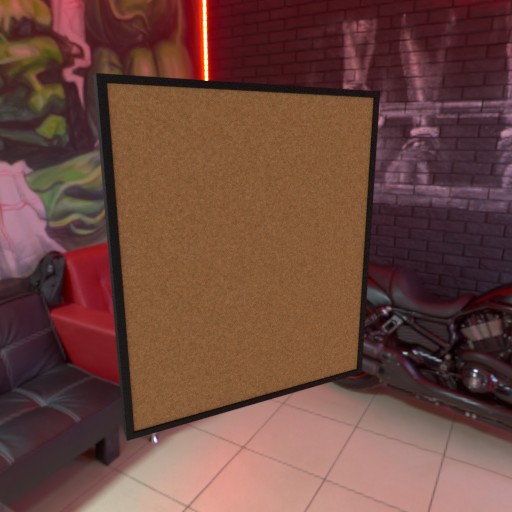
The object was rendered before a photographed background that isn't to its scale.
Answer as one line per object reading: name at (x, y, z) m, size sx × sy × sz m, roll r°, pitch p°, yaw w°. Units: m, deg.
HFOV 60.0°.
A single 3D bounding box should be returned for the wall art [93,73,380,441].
wall art at (0.000, 0.000, 0.524) m, size 0.330 × 0.381 × 0.019 m, roll -7°, pitch 16°, yaw -26°
